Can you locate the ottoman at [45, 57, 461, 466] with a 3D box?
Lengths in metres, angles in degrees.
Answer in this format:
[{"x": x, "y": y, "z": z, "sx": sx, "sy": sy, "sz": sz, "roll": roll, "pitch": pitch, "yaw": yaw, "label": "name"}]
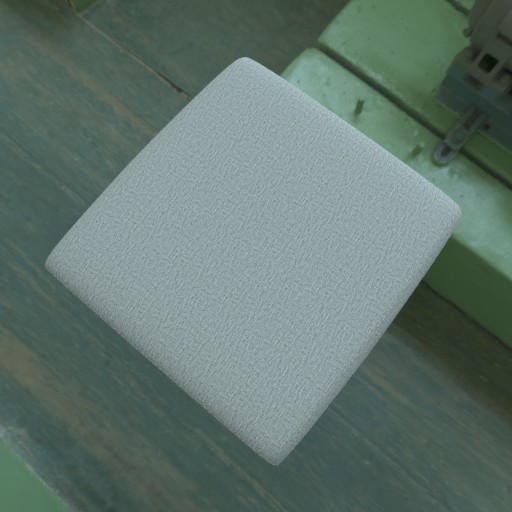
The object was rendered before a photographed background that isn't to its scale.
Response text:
[{"x": 0.000, "y": 0.000, "z": 1.067, "sx": 0.649, "sy": 0.398, "sz": 0.650, "roll": 38, "pitch": 79, "yaw": 9, "label": "ottoman"}]
